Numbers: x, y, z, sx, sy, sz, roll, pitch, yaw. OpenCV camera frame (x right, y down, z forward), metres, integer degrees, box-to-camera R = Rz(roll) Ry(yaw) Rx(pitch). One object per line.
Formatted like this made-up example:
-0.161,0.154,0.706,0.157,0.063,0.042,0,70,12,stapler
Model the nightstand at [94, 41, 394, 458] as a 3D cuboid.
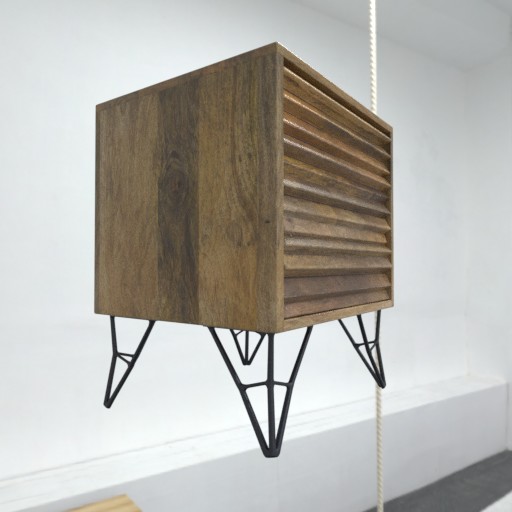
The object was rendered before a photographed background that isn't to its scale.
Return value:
0.000,0.000,0.882,0.406,0.559,0.457,-1,-1,36,nightstand
